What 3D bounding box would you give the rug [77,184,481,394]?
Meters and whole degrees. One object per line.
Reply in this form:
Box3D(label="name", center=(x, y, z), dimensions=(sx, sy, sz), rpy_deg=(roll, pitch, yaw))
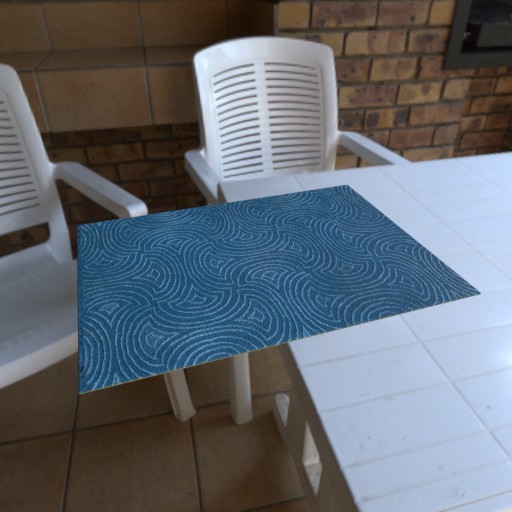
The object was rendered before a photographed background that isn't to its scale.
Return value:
Box3D(label="rug", center=(0.000, 0.000, 2.808), dimensions=(2.144, 0.015, 1.543), rpy_deg=(-11, 35, -16))
